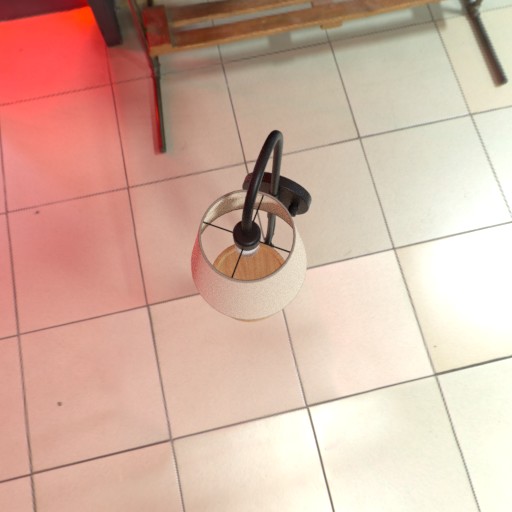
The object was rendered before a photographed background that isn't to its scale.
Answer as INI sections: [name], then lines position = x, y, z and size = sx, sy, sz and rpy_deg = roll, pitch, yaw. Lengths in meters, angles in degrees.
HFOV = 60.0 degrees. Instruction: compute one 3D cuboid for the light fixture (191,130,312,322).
[light fixture]
position = 0.000, 0.000, 0.949
size = 0.220, 0.821, 0.299
rpy_deg = 19, 77, 5
